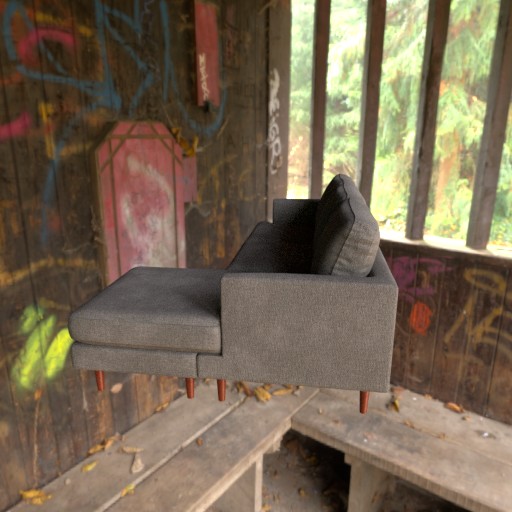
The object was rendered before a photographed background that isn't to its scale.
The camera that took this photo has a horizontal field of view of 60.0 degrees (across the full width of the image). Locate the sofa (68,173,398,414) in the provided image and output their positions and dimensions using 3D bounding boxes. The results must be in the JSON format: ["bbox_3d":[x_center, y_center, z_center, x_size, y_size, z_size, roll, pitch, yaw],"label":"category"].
[{"bbox_3d":[0.000,0.000,3.025,1.504,0.956,2.233,2,16,8],"label":"sofa"}]
